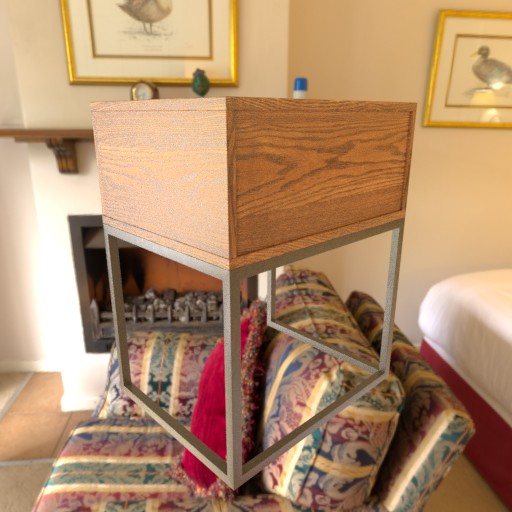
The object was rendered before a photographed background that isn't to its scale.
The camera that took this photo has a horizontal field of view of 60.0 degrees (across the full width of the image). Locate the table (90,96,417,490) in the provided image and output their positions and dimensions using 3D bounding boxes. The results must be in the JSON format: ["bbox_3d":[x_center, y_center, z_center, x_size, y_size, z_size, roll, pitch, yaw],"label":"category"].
[{"bbox_3d":[0.000,0.000,0.930,0.482,0.610,0.400,-16,24,-41],"label":"table"}]
